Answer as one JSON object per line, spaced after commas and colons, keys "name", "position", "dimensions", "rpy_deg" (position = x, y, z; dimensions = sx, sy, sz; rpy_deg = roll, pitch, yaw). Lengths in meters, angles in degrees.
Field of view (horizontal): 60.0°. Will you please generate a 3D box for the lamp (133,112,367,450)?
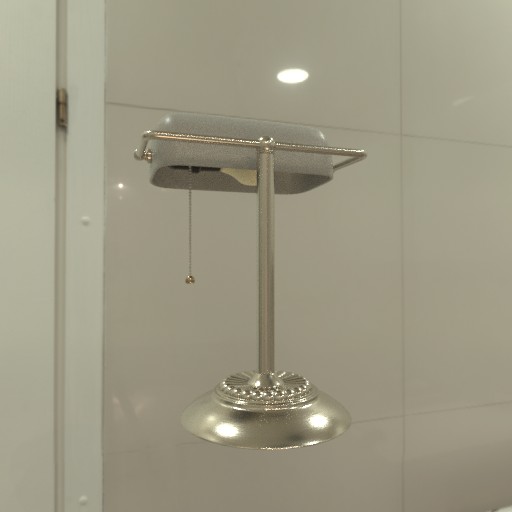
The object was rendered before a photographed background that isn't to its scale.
{"name": "lamp", "position": [0.000, 0.000, 0.505], "dimensions": [0.264, 0.339, 0.243], "rpy_deg": [0, -1, -19]}
